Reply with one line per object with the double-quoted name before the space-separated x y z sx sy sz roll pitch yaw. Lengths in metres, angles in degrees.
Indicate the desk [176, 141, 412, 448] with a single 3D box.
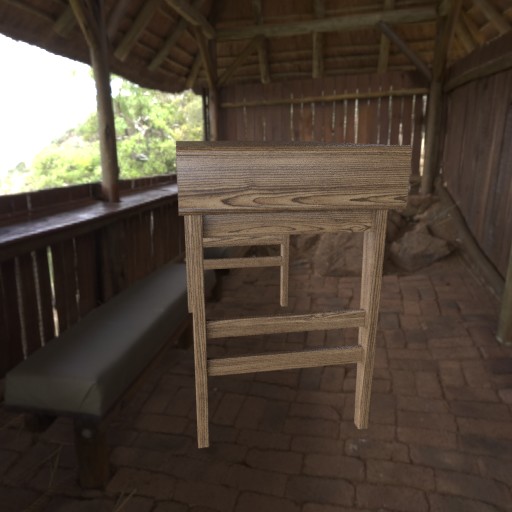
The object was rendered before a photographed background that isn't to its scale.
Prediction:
"desk" 0.000 0.000 1.521 0.508 0.755 1.067 -3 15 -10
